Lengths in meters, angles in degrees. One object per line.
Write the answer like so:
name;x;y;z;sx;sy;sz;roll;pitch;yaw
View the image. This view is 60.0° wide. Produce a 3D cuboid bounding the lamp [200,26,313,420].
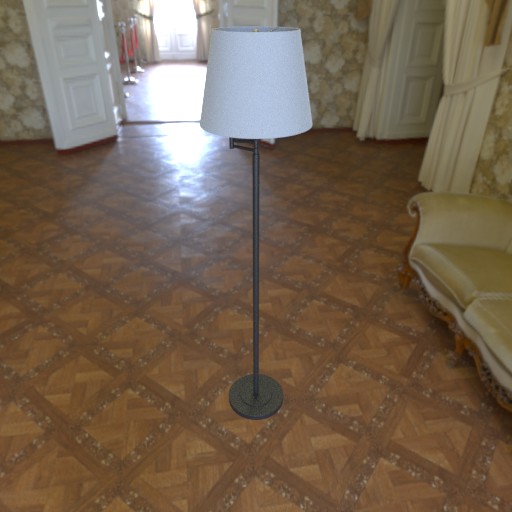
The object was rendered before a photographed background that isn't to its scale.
lamp;0.000;0.000;1.613;0.348;1.473;0.348;19;35;29
